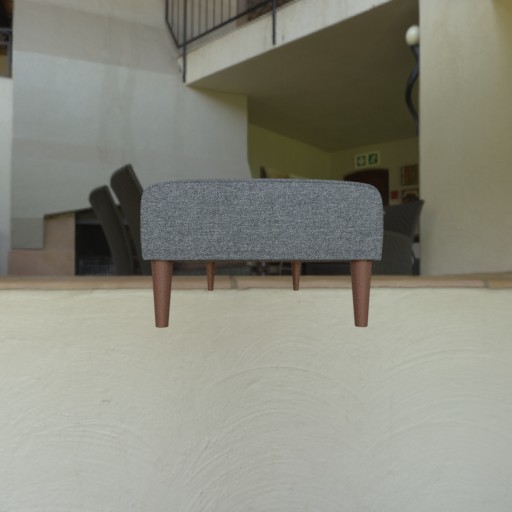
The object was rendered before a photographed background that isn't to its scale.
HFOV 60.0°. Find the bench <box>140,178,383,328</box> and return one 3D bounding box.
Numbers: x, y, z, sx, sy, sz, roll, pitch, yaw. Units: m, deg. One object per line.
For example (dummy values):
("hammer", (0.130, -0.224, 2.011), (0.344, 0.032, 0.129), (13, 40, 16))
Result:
("bench", (0.000, 0.000, 1.878), (0.631, 0.384, 1.598), (0, -1, -1))
